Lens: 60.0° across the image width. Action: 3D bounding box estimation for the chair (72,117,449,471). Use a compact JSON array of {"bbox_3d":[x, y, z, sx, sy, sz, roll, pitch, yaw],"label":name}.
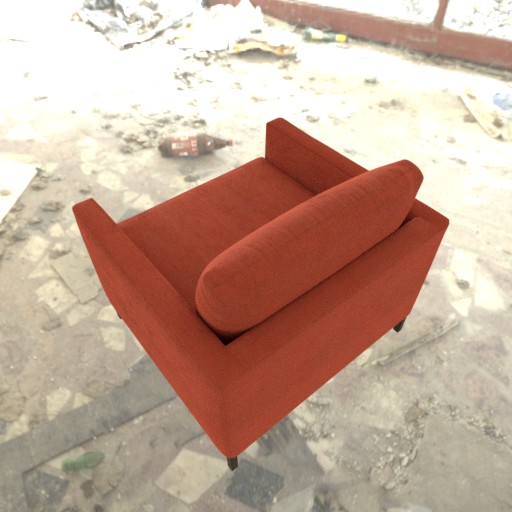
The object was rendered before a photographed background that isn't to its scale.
[{"bbox_3d":[0.000,0.000,1.617,0.964,0.812,0.875,-31,54,-26],"label":"chair"}]
